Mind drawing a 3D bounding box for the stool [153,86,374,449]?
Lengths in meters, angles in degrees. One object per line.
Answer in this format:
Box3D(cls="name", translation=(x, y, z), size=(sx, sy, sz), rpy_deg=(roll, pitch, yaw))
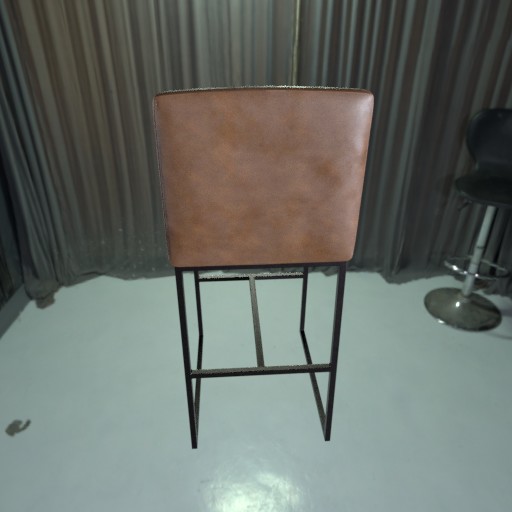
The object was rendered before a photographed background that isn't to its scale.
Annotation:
Box3D(cls="stool", translation=(0.000, 0.000, 1.359), size=(0.463, 1.065, 0.562), rpy_deg=(-2, 30, -3))
